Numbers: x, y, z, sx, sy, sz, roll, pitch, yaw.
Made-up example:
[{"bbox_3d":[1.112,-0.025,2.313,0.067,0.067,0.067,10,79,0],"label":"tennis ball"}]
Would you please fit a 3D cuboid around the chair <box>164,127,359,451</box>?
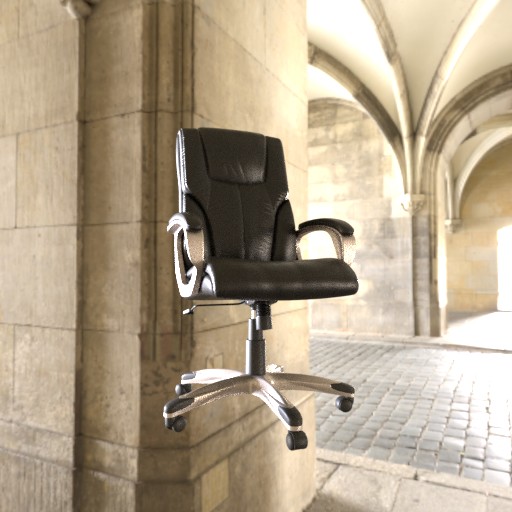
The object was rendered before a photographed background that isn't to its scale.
[{"bbox_3d":[0.000,0.000,1.649,0.700,1.145,0.780,1,-2,-19],"label":"chair"}]
